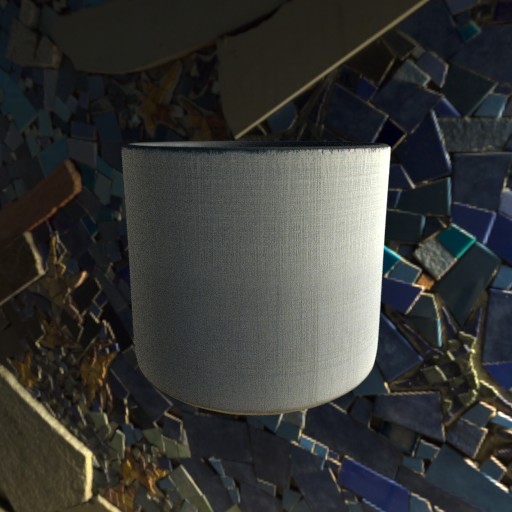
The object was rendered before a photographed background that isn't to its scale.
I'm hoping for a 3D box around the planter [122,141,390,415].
[{"bbox_3d":[0.000,0.000,0.406,0.226,0.201,0.226,0,16,0],"label":"planter"}]
